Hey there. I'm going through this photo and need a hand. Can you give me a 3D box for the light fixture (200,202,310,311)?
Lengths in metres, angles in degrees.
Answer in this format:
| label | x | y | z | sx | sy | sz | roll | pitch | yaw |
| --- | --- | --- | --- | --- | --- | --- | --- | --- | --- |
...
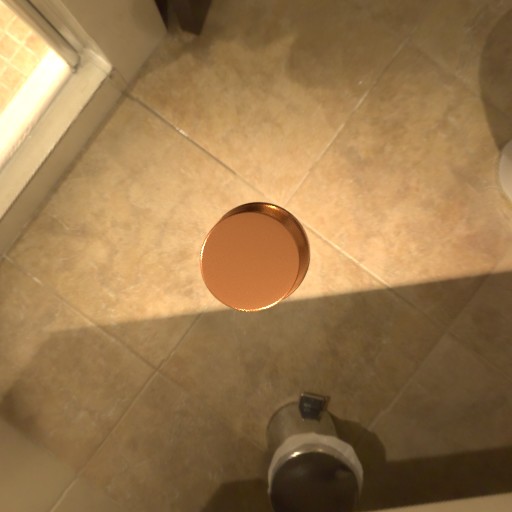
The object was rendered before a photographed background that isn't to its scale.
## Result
| label | x | y | z | sx | sy | sz | roll | pitch | yaw |
| --- | --- | --- | --- | --- | --- | --- | --- | --- | --- |
| light fixture | 0.000 | 0.000 | 0.916 | 0.301 | 0.754 | 0.301 | 0 | 91 | 1 |
